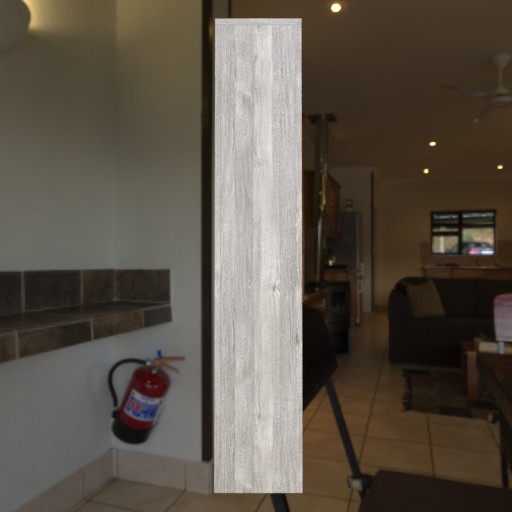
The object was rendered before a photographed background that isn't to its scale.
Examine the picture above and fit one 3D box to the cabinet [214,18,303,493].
[{"bbox_3d":[0.000,0.000,1.570,0.250,1.280,0.750,0,-1,0],"label":"cabinet"}]
